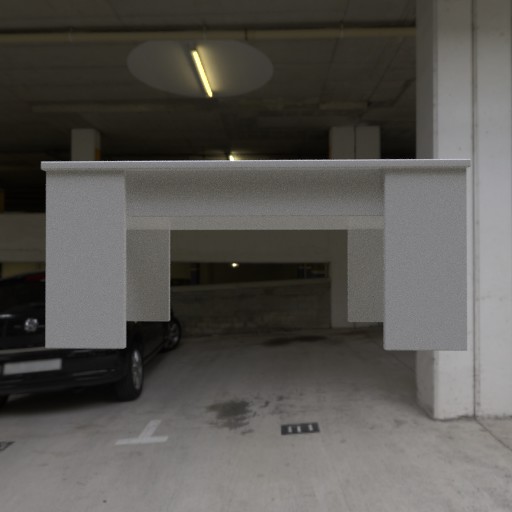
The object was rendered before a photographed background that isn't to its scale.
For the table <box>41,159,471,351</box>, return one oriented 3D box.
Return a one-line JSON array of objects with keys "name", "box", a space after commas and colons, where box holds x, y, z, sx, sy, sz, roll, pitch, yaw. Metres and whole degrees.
[{"name": "table", "box": [0.000, 0.000, 1.278, 1.000, 0.440, 0.500, 0, -1, 2]}]
